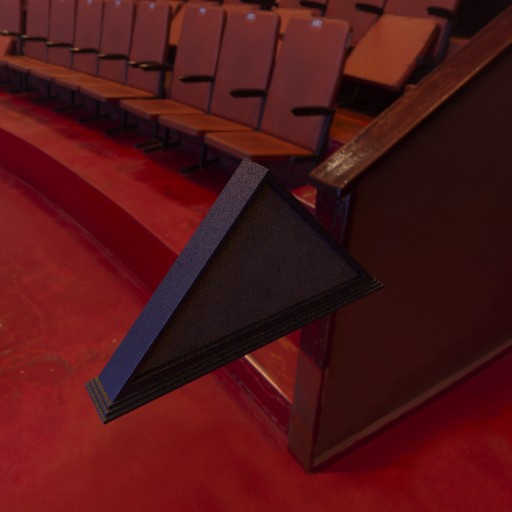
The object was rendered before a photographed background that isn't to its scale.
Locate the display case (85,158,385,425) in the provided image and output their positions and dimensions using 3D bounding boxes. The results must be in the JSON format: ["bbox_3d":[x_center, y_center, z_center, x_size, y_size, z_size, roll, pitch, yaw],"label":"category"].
[{"bbox_3d":[0.000,0.000,0.786,0.640,0.340,0.095,-20,36,-29],"label":"display case"}]
